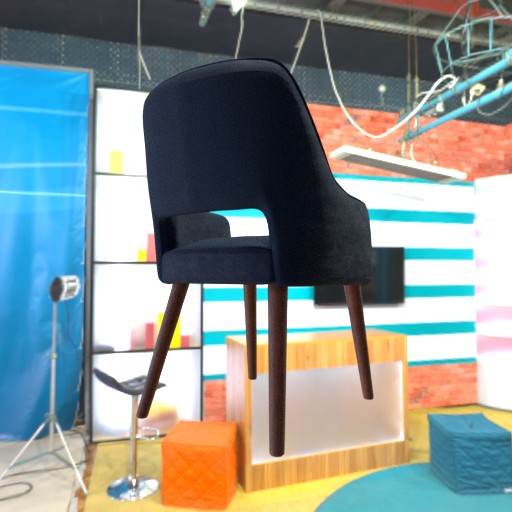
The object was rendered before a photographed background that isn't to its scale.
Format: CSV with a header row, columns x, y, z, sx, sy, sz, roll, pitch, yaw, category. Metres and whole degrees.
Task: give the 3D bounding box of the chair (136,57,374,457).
x,y,z,sx,sy,sz,roll,pitch,yaw,category
0.000,0.000,1.230,0.559,0.844,0.591,-2,-3,35,chair
